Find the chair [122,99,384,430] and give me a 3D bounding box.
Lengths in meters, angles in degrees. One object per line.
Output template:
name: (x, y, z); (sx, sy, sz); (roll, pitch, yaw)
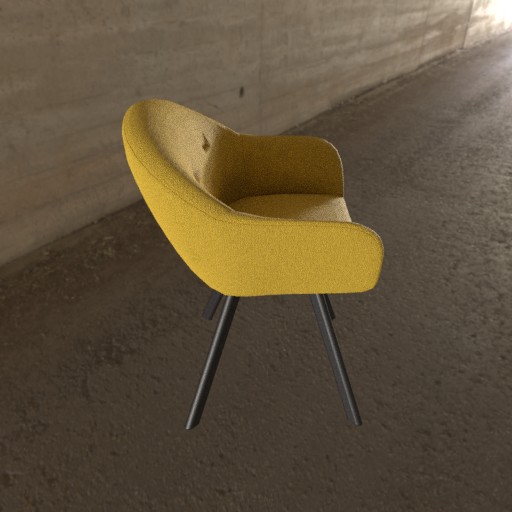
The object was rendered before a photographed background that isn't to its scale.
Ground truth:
chair: (0.000, 0.000, 1.163); (0.565, 0.775, 0.545); (0, 32, 0)
